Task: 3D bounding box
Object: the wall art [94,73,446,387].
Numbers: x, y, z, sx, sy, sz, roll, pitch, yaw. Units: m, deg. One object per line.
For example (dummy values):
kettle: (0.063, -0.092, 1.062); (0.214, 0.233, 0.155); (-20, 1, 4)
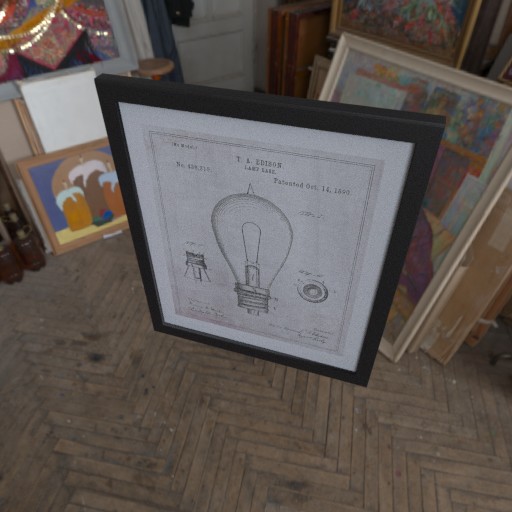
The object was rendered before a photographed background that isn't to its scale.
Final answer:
wall art: (0.000, 0.000, 0.695); (0.430, 0.509, 0.021); (12, 43, 13)
